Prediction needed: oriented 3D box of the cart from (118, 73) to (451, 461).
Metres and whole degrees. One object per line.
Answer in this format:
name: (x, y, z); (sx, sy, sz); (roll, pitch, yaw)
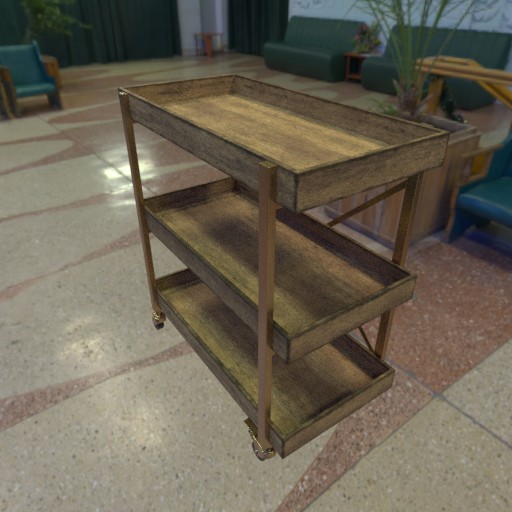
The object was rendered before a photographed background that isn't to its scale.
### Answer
cart: (0.000, 0.000, 1.212); (0.416, 0.799, 0.750); (-20, 37, -29)
